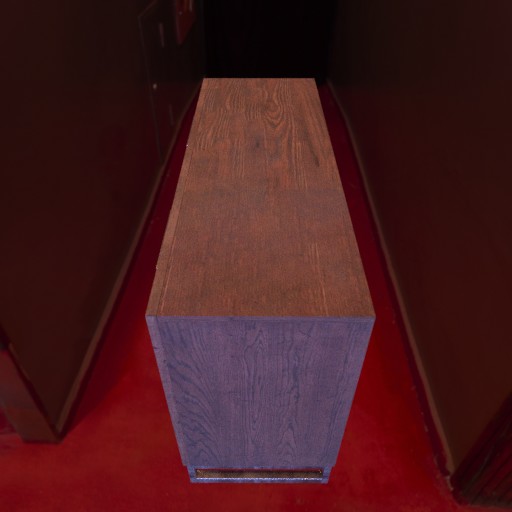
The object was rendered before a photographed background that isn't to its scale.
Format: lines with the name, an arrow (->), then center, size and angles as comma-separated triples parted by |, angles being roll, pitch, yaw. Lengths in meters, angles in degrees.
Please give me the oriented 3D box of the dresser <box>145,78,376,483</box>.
dresser -> 0.000, 0.000, 2.094 | 0.623, 1.061, 1.646 | 0, 42, 0
